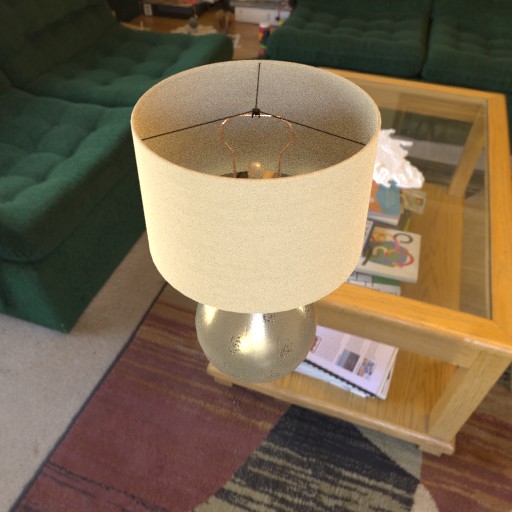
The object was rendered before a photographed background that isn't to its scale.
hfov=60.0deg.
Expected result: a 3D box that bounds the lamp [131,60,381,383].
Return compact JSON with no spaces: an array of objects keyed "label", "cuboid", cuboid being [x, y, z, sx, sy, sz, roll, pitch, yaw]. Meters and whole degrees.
[{"label":"lamp","cuboid":[0.000,0.000,0.737,0.330,0.521,0.330,0,45,0]}]
